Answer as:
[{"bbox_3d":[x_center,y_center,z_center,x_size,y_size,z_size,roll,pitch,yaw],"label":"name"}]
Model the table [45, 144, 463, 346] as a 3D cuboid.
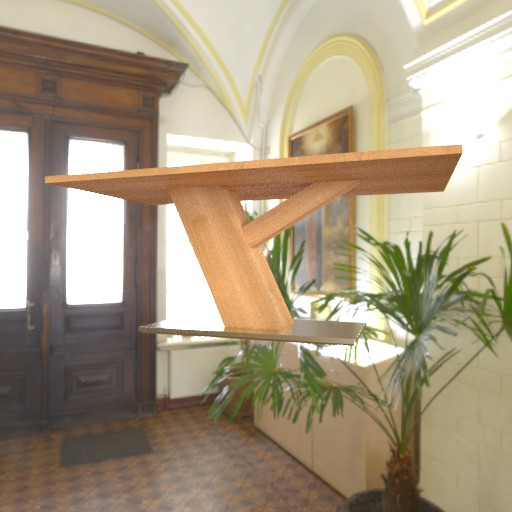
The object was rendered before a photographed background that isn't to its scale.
[{"bbox_3d":[0.000,0.000,2.222,1.800,0.750,0.900,0,-1,19],"label":"table"}]
